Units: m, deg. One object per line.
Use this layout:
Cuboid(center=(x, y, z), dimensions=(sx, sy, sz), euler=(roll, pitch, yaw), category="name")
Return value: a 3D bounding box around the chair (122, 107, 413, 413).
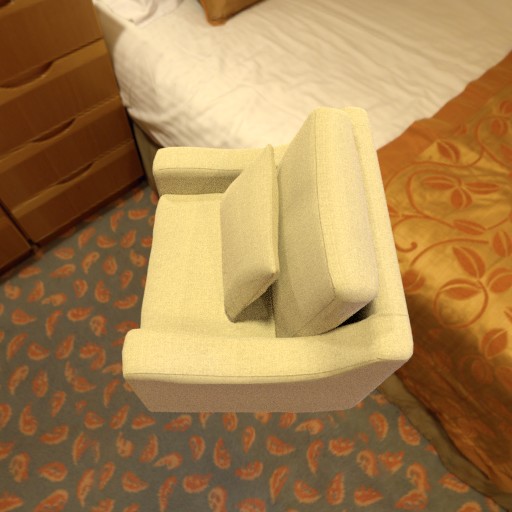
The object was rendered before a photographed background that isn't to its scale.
Cuboid(center=(0.000, 0.000, 1.976), dimensions=(1.009, 1.016, 1.178), euler=(0, 58, 0), category="chair")
